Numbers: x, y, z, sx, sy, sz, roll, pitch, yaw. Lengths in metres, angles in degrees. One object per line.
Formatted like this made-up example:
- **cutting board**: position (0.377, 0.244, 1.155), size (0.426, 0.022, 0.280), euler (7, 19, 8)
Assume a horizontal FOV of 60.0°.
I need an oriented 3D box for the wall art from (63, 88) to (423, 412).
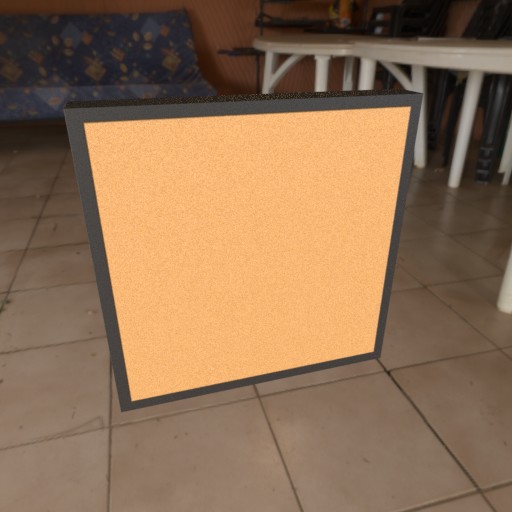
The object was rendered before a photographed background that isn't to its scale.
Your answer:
- **wall art**: position (0.000, 0.000, 0.446), size (0.304, 0.304, 0.038), euler (-8, 28, -15)
